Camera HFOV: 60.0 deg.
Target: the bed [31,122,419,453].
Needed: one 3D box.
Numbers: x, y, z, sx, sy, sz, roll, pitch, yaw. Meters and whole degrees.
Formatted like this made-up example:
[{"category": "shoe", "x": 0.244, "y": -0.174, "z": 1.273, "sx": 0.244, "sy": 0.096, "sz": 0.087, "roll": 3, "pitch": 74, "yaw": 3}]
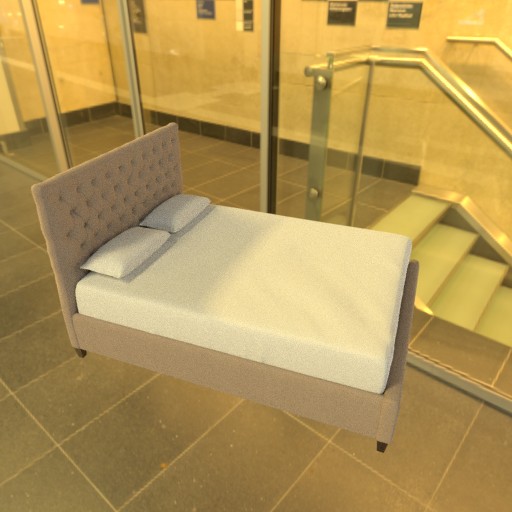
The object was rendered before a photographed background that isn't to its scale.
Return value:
[{"category": "bed", "x": 0.000, "y": 0.000, "z": 3.379, "sx": 2.387, "sy": 1.427, "sz": 1.698, "roll": 11, "pitch": 32, "yaw": 18}]
